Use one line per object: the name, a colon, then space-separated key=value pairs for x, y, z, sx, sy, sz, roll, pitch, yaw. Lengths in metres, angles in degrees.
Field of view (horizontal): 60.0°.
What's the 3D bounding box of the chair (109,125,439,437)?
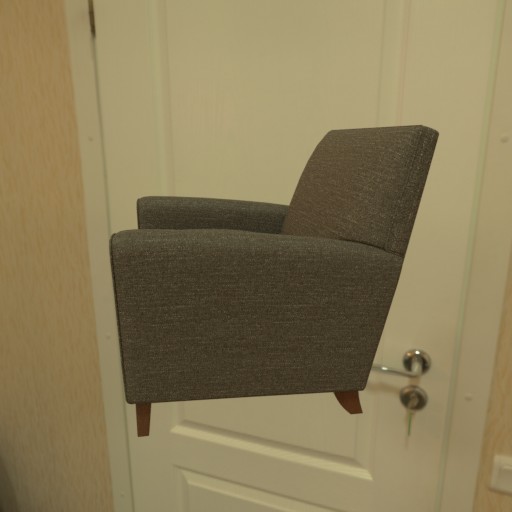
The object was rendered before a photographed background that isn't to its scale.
chair: x=0.000 y=0.000 z=1.590 sx=0.875 sy=0.885 sz=0.838 roll=-2 pitch=15 yaw=-9
